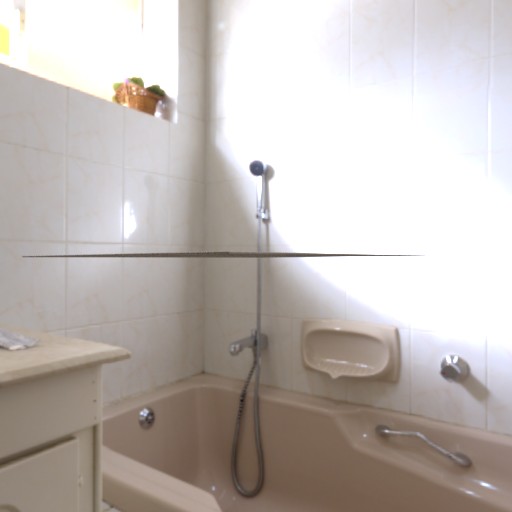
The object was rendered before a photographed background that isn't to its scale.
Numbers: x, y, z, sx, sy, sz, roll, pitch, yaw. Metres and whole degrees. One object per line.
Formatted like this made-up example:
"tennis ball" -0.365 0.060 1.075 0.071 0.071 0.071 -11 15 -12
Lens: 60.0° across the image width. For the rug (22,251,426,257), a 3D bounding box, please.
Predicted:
"rug" 0.000 0.000 2.211 1.141 0.015 1.749 0 0 37
